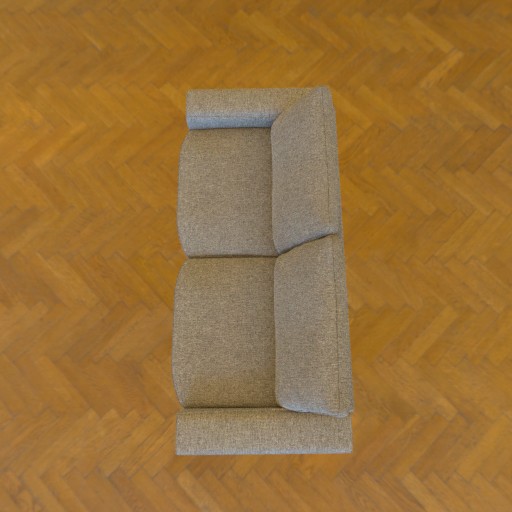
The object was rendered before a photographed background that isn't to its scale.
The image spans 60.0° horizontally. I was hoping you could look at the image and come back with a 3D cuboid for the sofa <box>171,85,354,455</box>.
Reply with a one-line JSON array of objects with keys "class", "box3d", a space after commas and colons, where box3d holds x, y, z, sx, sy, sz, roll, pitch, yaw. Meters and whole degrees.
[{"class": "sofa", "box3d": [0.000, 0.000, 2.812, 1.040, 0.922, 2.299, -1, 75, 0]}]
